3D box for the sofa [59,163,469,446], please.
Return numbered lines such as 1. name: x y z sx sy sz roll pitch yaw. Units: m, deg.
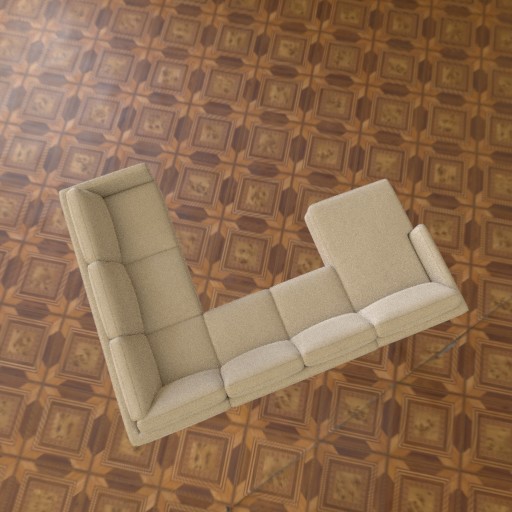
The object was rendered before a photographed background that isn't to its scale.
1. sofa: 0.000 0.000 4.450 3.238 0.853 2.551 -20 75 -6
